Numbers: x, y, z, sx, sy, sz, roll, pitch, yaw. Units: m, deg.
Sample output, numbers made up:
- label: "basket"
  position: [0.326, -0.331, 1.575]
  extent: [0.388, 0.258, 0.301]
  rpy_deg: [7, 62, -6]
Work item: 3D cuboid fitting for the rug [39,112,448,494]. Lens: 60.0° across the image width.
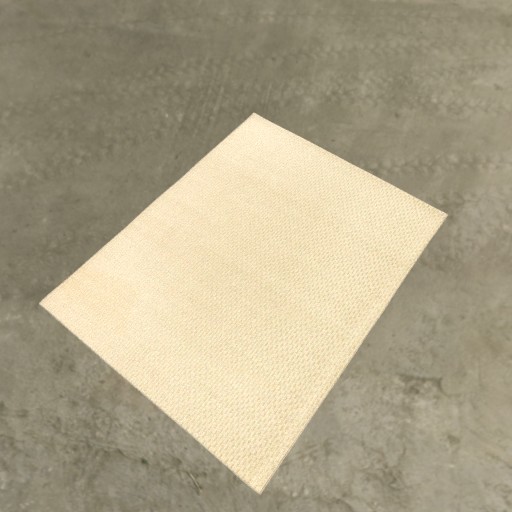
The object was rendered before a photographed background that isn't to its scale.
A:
- label: "rug"
  position: [0.000, 0.000, 3.866]
  extent: [2.277, 0.035, 2.897]
  rpy_deg: [33, 64, 19]
